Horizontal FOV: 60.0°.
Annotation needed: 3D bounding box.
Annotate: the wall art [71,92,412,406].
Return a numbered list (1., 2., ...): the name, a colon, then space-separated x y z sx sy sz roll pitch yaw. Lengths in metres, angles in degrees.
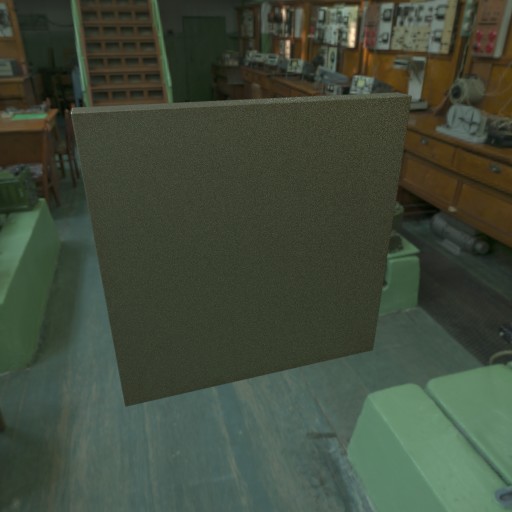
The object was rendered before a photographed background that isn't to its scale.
1. wall art: 0.000 0.000 0.760 0.503 0.506 0.040 -9 29 -16
